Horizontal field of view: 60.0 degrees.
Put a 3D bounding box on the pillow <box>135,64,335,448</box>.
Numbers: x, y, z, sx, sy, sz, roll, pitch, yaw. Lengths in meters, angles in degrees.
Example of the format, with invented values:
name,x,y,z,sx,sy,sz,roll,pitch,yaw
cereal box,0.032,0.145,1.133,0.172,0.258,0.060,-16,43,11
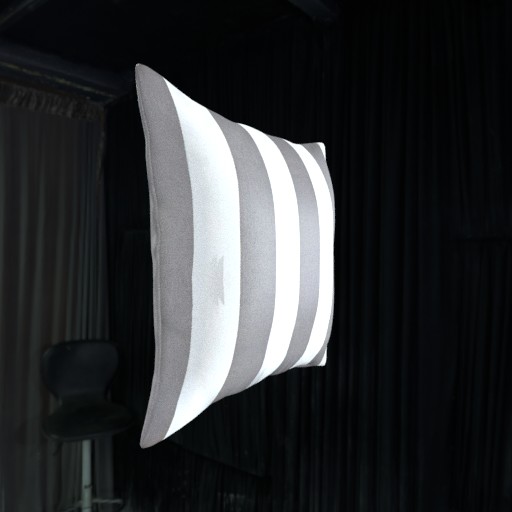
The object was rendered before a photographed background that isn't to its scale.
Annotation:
name,x,y,z,sx,sy,sz,roll,pitch,yaw
pillow,0.000,0.000,0.790,0.192,0.507,0.522,0,0,36
